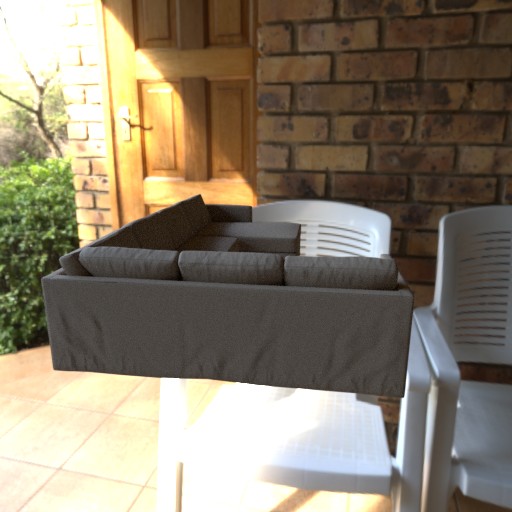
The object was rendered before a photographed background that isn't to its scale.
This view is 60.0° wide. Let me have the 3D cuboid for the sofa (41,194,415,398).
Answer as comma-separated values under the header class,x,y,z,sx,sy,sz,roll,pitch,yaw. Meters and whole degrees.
class,x,y,z,sx,sy,sz,roll,pitch,yaw
sofa,0.000,0.000,4.501,2.427,0.882,3.460,2,15,8
